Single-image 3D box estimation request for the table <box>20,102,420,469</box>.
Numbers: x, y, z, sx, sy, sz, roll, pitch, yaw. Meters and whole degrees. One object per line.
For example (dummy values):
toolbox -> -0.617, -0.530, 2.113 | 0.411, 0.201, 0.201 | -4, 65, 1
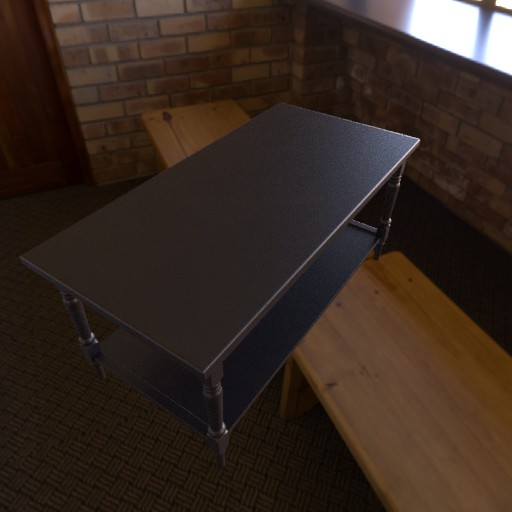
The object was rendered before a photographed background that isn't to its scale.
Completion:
table -> 0.000, 0.000, 1.402 | 0.550, 0.510, 1.107 | 24, 46, 26
